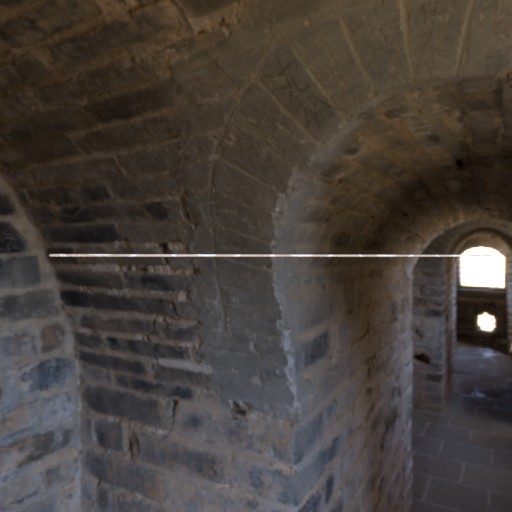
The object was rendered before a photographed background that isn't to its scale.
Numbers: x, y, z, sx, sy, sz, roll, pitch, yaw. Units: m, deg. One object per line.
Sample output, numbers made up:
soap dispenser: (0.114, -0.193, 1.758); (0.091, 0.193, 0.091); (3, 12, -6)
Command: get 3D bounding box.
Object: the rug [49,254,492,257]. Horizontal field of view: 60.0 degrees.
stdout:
rug: (0.000, 0.000, 2.739); (2.134, 0.010, 1.524); (0, 0, -17)
